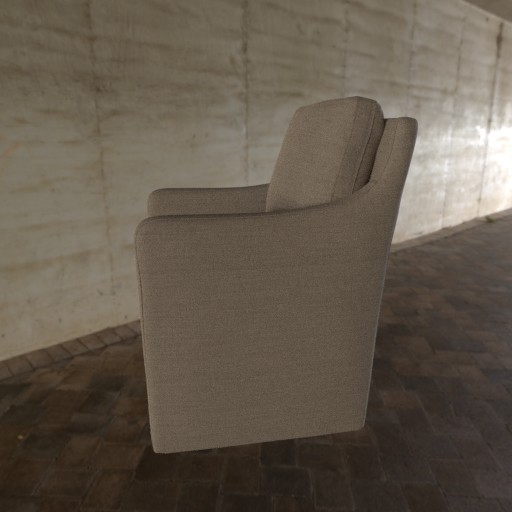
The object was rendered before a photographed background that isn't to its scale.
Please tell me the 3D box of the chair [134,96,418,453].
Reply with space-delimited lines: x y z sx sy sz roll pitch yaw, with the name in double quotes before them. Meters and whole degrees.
"chair" 0.000 0.000 1.375 0.694 0.914 0.626 -3 16 -10
